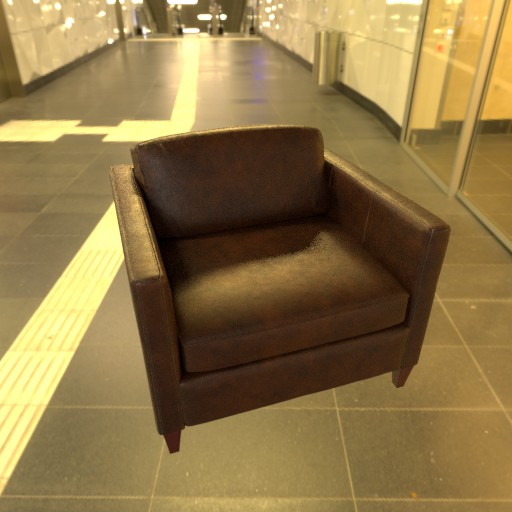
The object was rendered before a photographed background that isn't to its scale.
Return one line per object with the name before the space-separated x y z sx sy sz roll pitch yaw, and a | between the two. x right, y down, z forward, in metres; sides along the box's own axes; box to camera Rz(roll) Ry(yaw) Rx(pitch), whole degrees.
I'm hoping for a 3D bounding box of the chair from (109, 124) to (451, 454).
chair | 0.000 0.000 1.753 0.990 0.864 0.975 -10 32 -16
